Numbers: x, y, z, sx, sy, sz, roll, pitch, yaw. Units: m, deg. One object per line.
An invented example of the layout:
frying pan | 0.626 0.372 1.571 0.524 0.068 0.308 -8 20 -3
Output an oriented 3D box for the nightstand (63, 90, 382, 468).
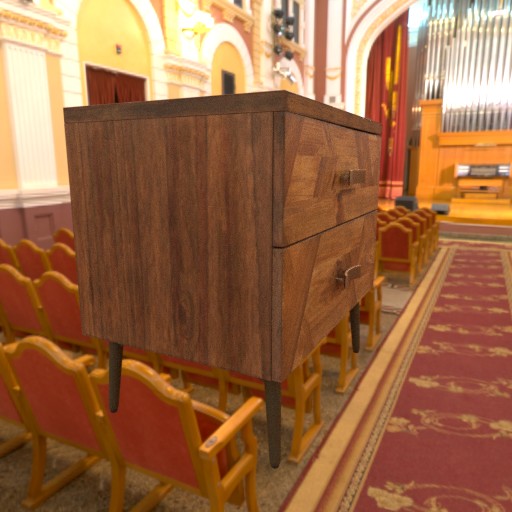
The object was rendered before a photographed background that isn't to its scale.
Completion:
nightstand | 0.000 0.000 1.013 0.458 0.610 0.610 6 13 27
